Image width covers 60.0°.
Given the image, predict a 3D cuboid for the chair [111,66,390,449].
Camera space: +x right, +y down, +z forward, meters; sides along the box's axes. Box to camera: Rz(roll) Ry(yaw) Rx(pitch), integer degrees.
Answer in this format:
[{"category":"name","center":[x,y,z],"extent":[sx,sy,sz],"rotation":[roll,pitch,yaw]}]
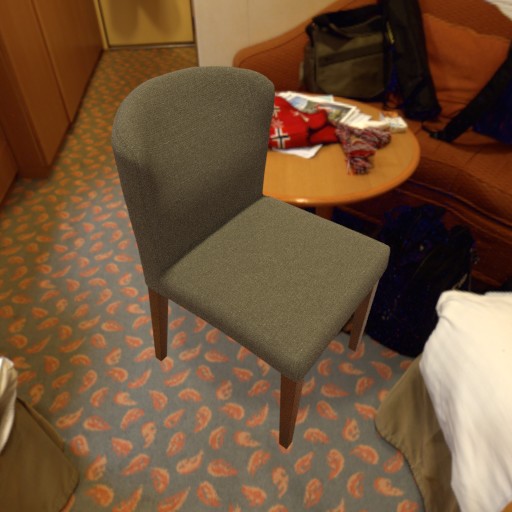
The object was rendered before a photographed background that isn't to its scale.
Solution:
[{"category":"chair","center":[0.000,0.000,1.193],"extent":[0.589,0.839,0.491],"rotation":[26,48,26]}]
